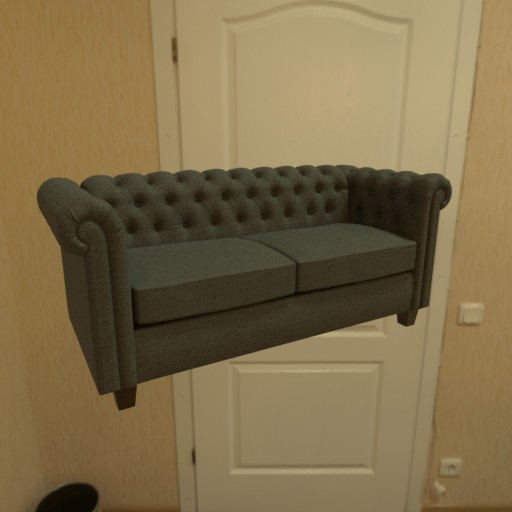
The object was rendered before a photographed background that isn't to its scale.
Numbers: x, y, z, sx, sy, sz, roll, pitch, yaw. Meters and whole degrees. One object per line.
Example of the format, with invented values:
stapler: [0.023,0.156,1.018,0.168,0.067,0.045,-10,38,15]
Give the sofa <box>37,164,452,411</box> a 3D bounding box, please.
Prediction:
sofa: [0.000,0.000,2.144,1.798,0.797,0.783,-9,18,-28]
